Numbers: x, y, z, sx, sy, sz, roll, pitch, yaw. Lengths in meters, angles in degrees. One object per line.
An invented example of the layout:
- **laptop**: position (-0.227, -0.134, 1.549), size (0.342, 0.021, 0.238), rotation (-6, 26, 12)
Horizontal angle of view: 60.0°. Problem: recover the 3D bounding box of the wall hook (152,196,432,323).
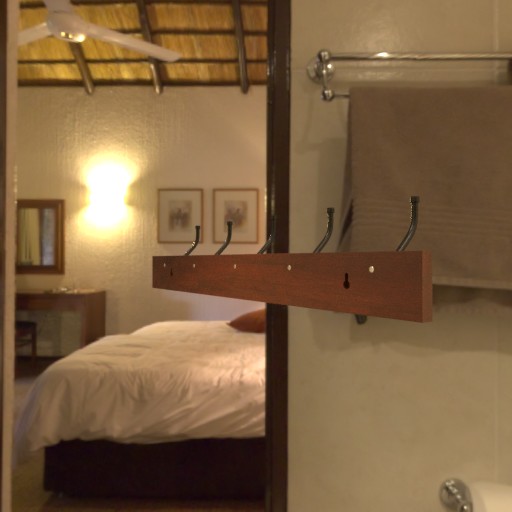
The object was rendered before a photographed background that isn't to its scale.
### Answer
- **wall hook**: position (0.000, 0.000, 0.618), size (0.071, 0.117, 0.571), rotation (0, -1, -35)
